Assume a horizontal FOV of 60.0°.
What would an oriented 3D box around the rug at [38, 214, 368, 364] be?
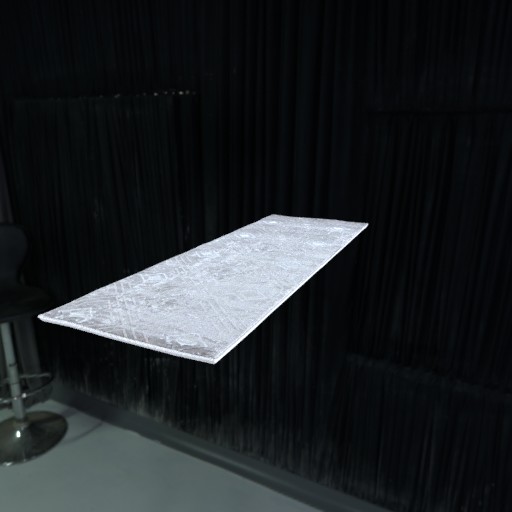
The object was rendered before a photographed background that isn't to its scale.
[{"bbox_3d":[0.000,0.000,2.649,0.832,0.035,2.381,8,18,24],"label":"rug"}]
